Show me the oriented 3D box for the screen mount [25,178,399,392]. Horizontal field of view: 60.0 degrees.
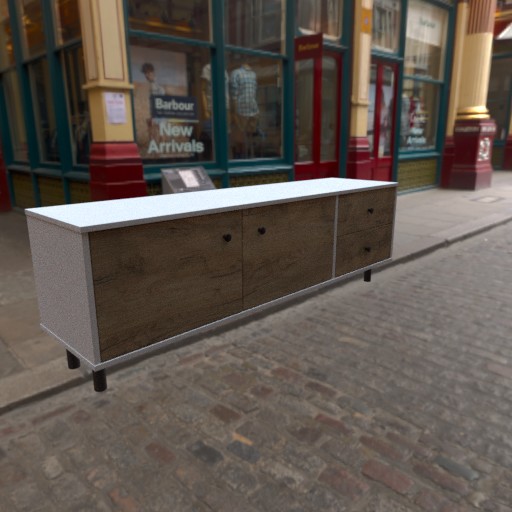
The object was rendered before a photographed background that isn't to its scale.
[{"bbox_3d":[0.000,0.000,1.838,1.600,0.520,0.418,-14,20,-43],"label":"screen mount"}]
